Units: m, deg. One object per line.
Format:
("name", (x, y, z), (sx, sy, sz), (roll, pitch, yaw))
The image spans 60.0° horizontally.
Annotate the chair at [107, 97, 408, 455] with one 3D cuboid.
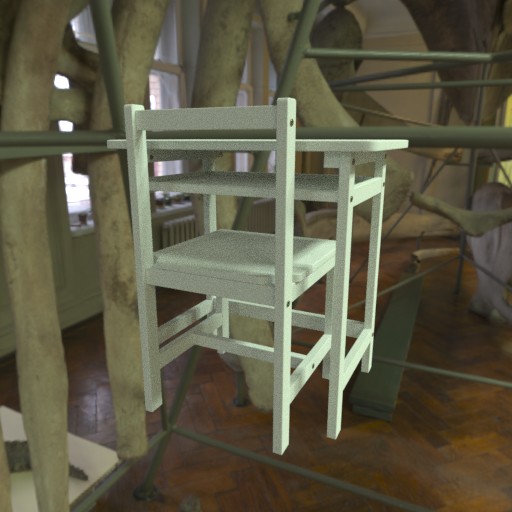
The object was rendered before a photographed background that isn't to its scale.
("chair", (0.000, 0.000, 1.067), (0.599, 0.673, 0.461), (7, 16, 25))
